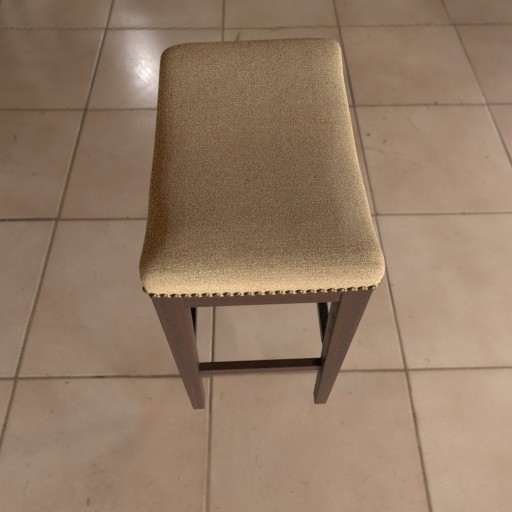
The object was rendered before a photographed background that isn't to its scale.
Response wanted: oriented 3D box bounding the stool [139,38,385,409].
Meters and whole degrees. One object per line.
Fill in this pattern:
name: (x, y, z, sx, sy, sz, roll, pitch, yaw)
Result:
stool: (0.000, 0.000, 1.009, 0.363, 0.768, 0.509, -2, 60, -1)
